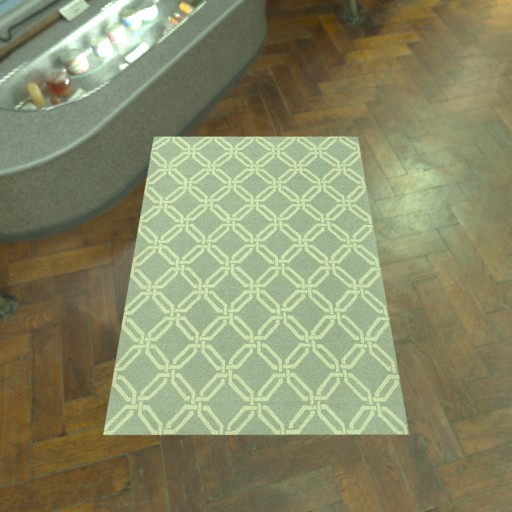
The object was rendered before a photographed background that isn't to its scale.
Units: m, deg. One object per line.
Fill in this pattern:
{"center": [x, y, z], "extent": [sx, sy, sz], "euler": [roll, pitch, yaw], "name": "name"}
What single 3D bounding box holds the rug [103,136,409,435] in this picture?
{"center": [0.000, 0.000, 4.418], "extent": [2.438, 0.013, 3.353], "euler": [0, 58, 0], "name": "rug"}
